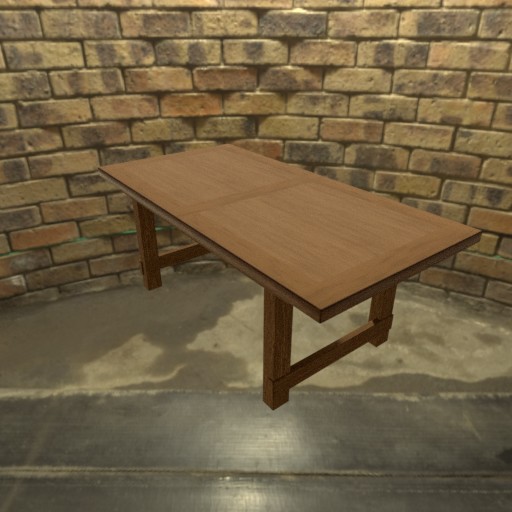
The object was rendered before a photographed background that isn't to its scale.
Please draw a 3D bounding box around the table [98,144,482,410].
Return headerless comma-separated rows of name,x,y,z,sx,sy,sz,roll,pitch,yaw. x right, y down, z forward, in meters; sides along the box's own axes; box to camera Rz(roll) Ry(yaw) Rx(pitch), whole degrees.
table,0.000,0.000,2.553,1.000,0.762,1.982,-20,34,-33
